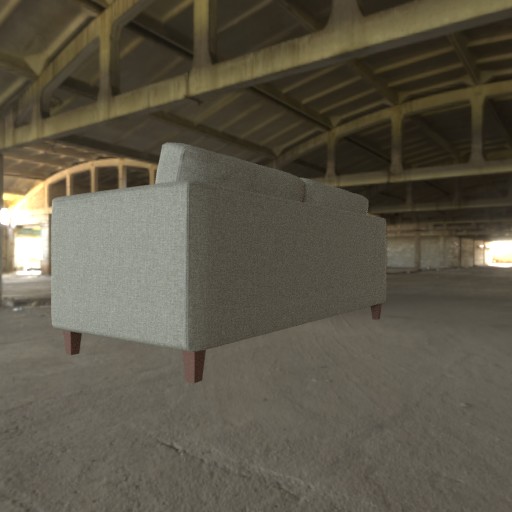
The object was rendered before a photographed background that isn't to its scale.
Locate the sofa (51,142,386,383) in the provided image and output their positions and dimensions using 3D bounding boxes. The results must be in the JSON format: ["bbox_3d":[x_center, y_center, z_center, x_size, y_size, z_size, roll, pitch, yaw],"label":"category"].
[{"bbox_3d":[0.000,0.000,2.775,0.956,0.960,2.208,0,0,35],"label":"sofa"}]
